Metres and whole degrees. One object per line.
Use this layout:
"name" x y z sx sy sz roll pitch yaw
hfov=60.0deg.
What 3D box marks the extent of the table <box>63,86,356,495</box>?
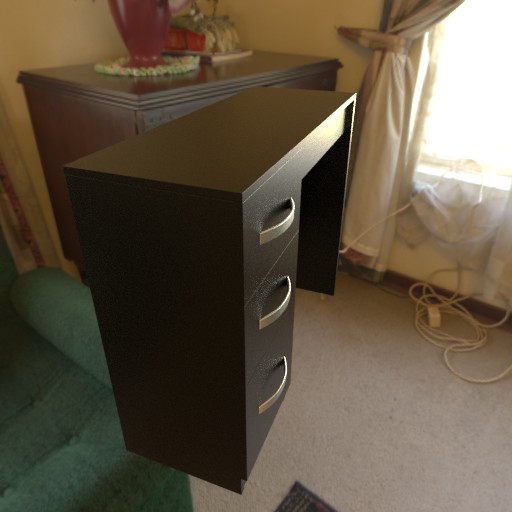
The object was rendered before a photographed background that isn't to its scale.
"table" 0.000 0.000 1.309 0.380 0.790 0.930 11 32 19
